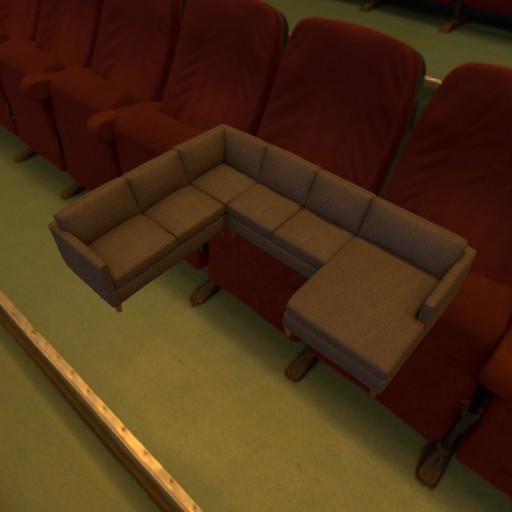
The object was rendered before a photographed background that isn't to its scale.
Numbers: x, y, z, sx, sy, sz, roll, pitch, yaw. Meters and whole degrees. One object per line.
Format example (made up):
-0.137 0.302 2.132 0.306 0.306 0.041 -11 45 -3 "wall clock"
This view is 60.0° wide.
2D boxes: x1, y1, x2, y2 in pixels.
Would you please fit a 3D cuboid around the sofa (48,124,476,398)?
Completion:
0.000 0.000 4.553 3.460 0.961 2.594 33 54 28 "sofa"
